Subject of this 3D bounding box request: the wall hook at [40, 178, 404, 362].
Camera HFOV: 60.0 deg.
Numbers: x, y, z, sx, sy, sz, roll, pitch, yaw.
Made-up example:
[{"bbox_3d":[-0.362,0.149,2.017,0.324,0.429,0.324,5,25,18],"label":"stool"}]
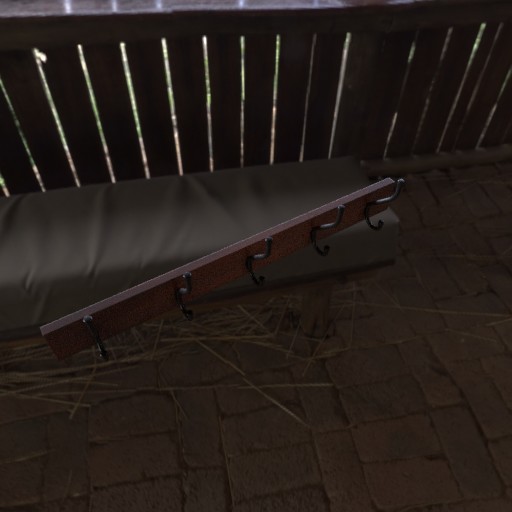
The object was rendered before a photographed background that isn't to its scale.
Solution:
[{"bbox_3d":[0.000,0.000,0.621,0.571,0.117,0.071,-24,51,-22],"label":"wall hook"}]
